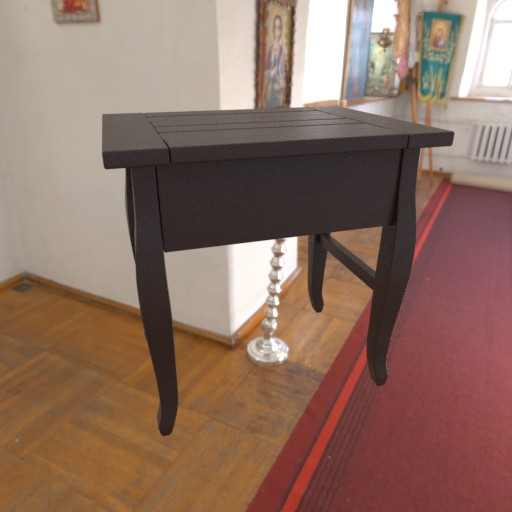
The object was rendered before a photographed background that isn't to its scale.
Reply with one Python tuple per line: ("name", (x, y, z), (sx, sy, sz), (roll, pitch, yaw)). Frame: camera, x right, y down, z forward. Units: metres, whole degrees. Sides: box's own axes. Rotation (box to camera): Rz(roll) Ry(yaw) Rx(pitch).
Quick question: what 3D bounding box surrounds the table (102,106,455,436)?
("table", (0.000, 0.000, 1.033), (0.602, 0.605, 0.460), (-7, 25, -16))
